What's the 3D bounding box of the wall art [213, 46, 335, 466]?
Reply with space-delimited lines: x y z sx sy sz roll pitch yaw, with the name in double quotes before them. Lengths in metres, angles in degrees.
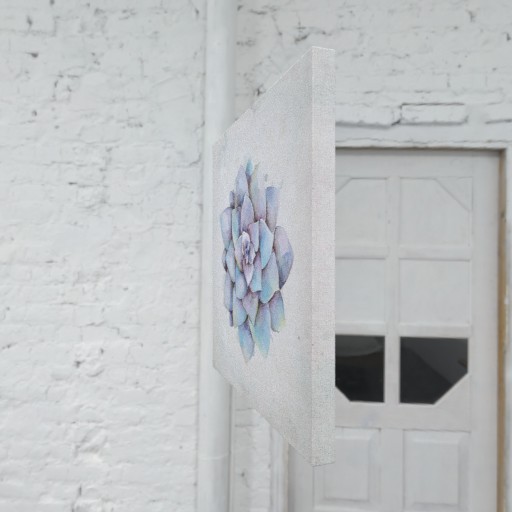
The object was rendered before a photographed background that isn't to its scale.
"wall art" 0.000 0.000 0.938 0.040 0.612 0.612 0 0 -19
